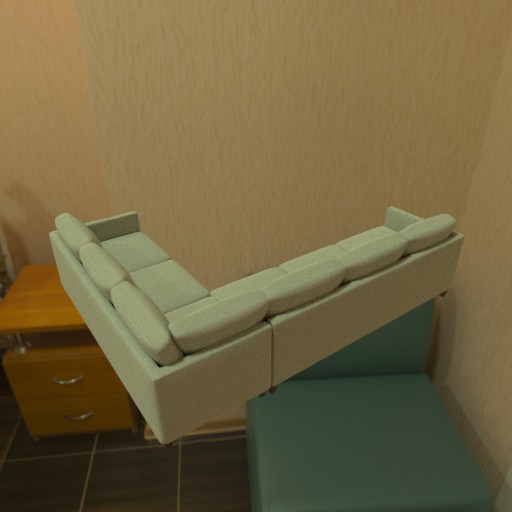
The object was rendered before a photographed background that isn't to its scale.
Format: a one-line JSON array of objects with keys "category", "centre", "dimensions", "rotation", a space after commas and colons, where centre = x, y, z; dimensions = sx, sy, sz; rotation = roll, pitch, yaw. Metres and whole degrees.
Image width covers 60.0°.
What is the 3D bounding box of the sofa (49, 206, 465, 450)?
[{"category": "sofa", "centre": [0.000, 0.000, 4.481], "dimensions": [3.333, 0.934, 2.522], "rotation": [-20, 35, -31]}]
